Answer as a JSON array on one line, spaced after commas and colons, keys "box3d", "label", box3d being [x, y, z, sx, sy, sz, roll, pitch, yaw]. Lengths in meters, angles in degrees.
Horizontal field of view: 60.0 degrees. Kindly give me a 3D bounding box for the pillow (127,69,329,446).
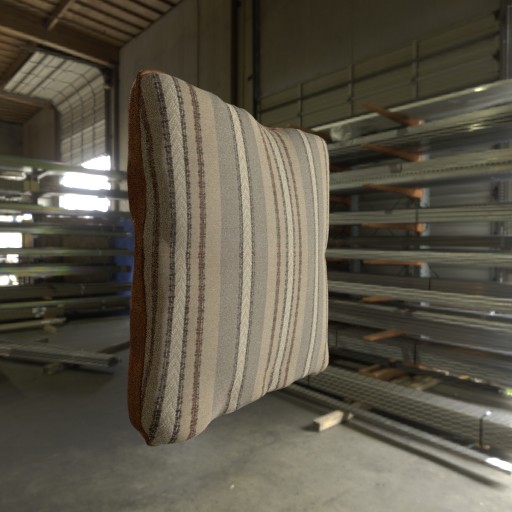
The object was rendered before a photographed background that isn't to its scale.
[{"box3d": [0.000, 0.000, 0.741, 0.130, 0.490, 0.489, 1, 2, 36], "label": "pillow"}]
